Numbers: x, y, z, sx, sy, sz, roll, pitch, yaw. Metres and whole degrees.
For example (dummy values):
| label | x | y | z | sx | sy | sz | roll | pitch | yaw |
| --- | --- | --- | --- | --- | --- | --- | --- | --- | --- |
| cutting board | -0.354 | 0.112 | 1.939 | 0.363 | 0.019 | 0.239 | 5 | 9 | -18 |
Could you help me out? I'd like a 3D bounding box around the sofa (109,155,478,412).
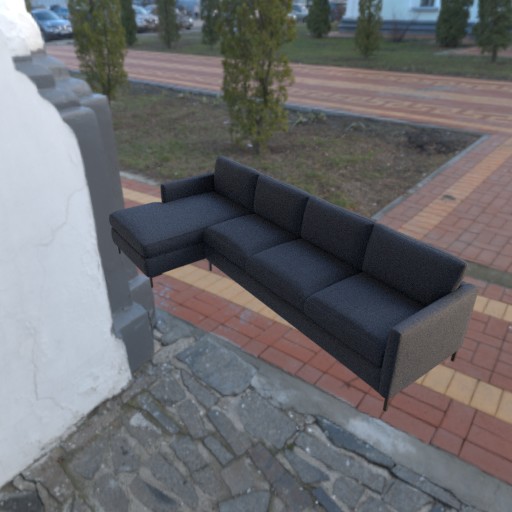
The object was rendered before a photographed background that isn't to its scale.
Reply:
| label | x | y | z | sx | sy | sz | roll | pitch | yaw |
| --- | --- | --- | --- | --- | --- | --- | --- | --- | --- |
| sofa | 0.000 | 0.000 | 2.931 | 1.125 | 0.673 | 2.445 | -20 | 35 | -31 |
